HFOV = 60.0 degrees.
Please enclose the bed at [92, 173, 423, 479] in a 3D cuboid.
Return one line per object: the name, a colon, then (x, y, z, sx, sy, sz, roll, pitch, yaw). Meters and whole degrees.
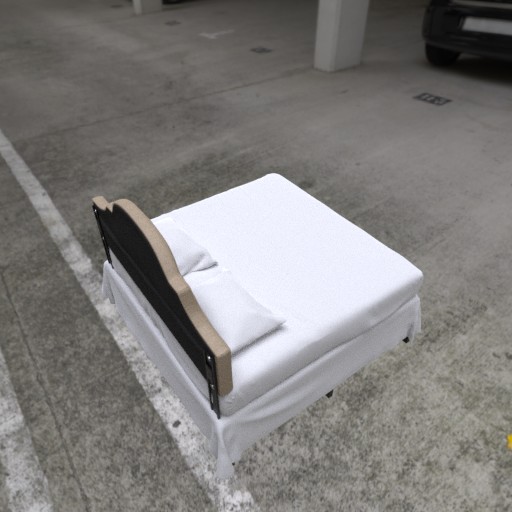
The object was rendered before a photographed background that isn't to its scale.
bed: (0.000, 0.000, 3.743, 2.222, 1.631, 2.303, -25, 47, -26)
